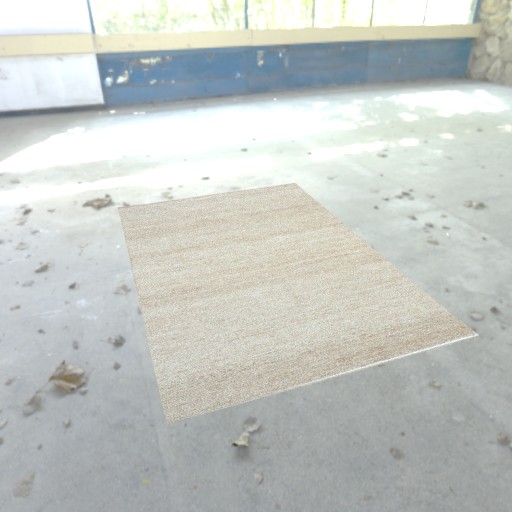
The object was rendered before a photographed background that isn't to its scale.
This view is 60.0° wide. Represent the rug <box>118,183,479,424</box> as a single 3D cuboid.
[{"bbox_3d":[0.000,0.000,2.944,1.596,0.030,2.283,-10,32,-17],"label":"rug"}]
